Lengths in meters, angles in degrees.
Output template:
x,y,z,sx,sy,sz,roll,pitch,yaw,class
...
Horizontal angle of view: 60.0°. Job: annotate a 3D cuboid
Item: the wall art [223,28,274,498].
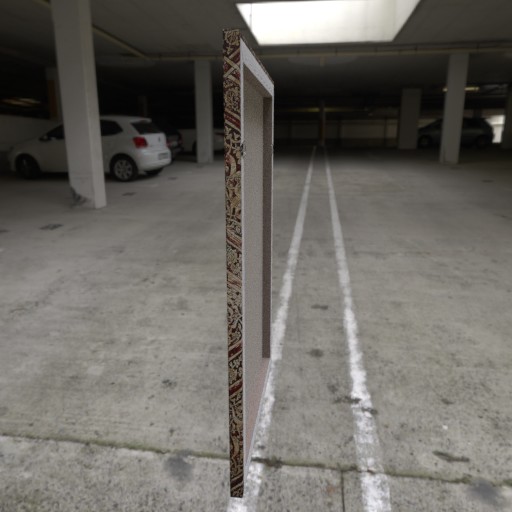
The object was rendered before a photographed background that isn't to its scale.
x,y,z,sx,sy,sz,roll,pitch,yaw,class
0.000,0.000,1.116,0.030,0.904,0.599,2,14,7,wall art
